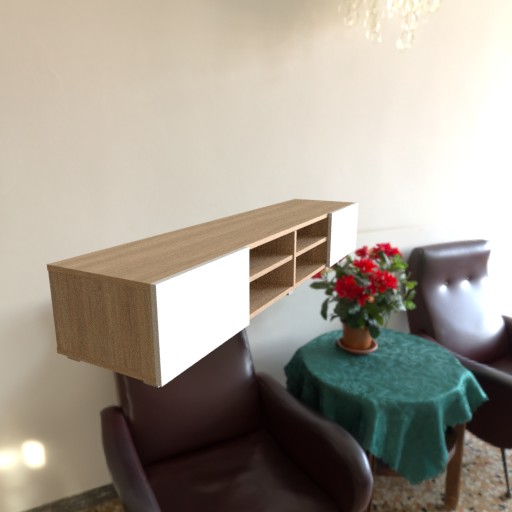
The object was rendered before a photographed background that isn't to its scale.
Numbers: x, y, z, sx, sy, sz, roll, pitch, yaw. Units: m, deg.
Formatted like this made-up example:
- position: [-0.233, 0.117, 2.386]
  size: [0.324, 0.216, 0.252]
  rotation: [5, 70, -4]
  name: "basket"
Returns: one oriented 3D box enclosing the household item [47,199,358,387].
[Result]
- position: [0.000, 0.000, 2.052]
  size: [0.420, 0.310, 1.850]
  rotation: [8, 16, 27]
  name: "household item"
